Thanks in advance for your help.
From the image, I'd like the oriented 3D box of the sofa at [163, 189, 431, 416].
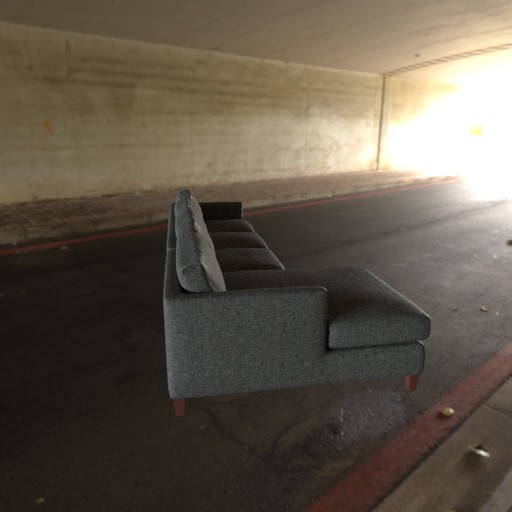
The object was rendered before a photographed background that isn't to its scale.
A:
[{"bbox_3d":[0.000,0.000,4.195,1.635,0.960,3.485,-3,16,-10],"label":"sofa"}]
